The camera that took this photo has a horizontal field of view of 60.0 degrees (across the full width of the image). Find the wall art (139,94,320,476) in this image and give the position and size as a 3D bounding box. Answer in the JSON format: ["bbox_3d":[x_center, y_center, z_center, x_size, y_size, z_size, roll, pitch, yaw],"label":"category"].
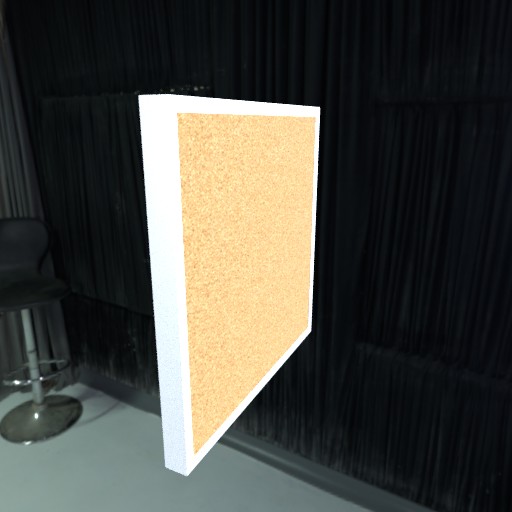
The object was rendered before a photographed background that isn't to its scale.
[{"bbox_3d":[0.000,0.000,0.775,0.038,0.505,0.506,8,19,25],"label":"wall art"}]
